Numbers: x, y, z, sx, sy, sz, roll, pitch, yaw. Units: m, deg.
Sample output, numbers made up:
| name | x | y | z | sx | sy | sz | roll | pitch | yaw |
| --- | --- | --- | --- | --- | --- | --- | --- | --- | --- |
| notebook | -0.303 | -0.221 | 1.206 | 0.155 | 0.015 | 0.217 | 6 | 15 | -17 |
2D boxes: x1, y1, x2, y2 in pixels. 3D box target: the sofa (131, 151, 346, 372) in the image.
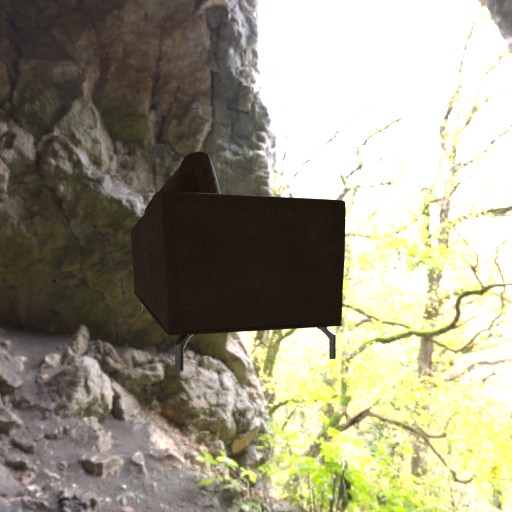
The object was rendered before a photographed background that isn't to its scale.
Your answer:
| name | x | y | z | sx | sy | sz | roll | pitch | yaw |
| --- | --- | --- | --- | --- | --- | --- | --- | --- | --- |
| sofa | 0.000 | 0.000 | 3.195 | 1.622 | 0.987 | 2.438 | 0 | 0 | -19 |
